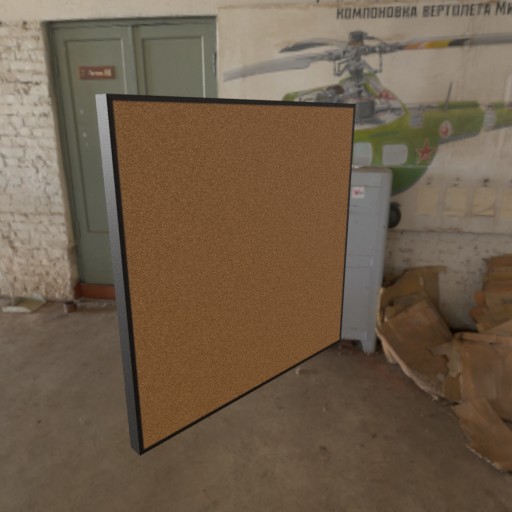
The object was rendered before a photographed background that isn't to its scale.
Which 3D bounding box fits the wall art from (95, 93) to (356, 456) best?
[{"bbox_3d":[0.000,0.000,0.769,0.513,0.511,0.028,-16,23,-42],"label":"wall art"}]
